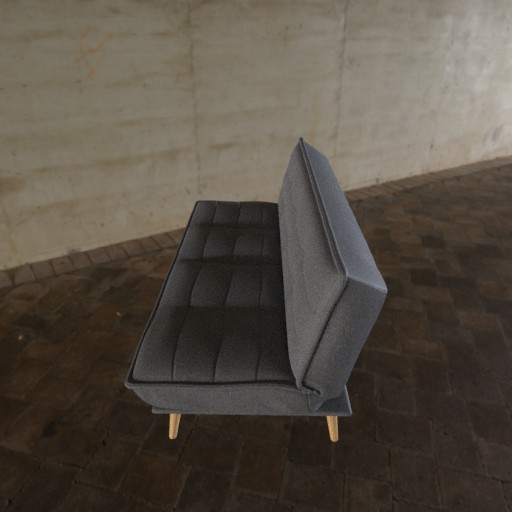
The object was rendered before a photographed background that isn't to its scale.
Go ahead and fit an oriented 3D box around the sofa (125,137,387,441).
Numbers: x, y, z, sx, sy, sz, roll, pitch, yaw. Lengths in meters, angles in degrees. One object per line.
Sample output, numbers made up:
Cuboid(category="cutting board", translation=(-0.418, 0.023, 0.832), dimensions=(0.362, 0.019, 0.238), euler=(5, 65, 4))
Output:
Cuboid(category="sofa", translation=(0.000, 0.000, 2.457), dimensions=(0.950, 0.890, 1.940), euler=(1, 28, 1))
